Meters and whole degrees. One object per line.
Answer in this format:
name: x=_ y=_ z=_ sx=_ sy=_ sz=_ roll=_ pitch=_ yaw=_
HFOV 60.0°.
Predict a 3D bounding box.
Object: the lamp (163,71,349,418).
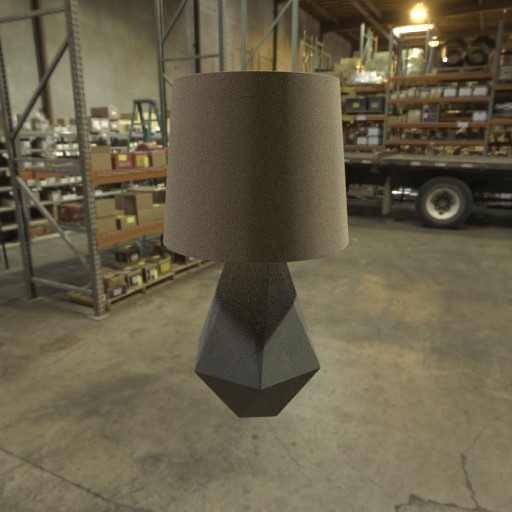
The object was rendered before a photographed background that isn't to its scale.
lamp: x=0.000 y=0.000 z=0.681 sx=0.276 sy=0.501 sz=0.276 roll=0 pitch=15 yaw=0
